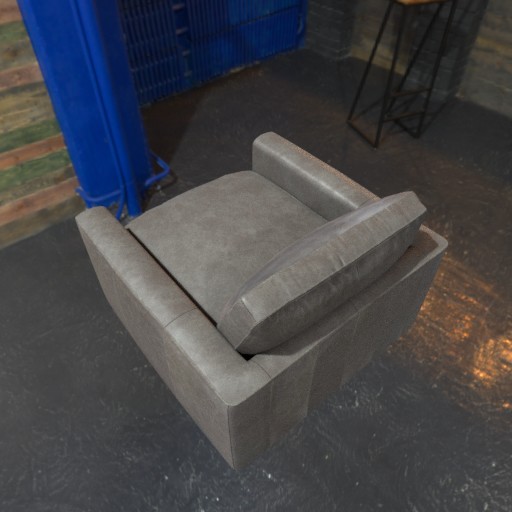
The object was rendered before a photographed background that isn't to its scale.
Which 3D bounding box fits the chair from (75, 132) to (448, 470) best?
[{"bbox_3d":[0.000,0.000,1.860,1.106,0.807,1.080,-30,53,-26],"label":"chair"}]
